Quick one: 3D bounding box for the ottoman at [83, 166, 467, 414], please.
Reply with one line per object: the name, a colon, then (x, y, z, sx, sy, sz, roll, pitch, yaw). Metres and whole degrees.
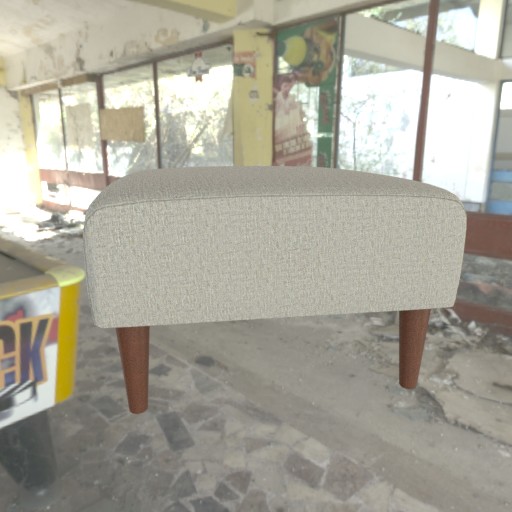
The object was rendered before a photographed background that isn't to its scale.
ottoman: (0.000, 0.000, 1.034, 0.648, 0.399, 0.655, -2, 14, -9)
